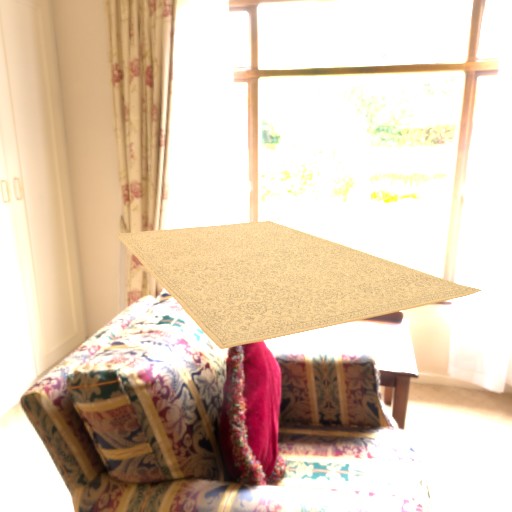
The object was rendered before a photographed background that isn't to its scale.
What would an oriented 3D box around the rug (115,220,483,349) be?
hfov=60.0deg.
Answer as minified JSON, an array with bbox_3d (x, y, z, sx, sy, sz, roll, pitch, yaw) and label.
[{"bbox_3d":[0.000,0.000,3.094,1.518,0.023,2.434,-7,16,-25],"label":"rug"}]
